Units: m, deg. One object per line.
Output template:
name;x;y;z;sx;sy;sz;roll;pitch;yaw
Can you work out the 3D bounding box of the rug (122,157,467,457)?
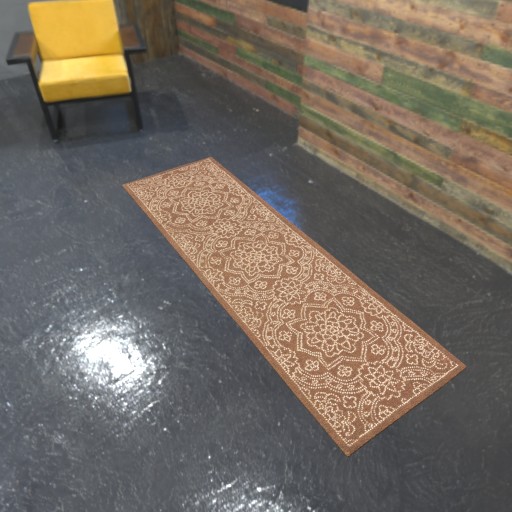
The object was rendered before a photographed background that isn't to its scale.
rug;0.000;0.000;2.699;0.769;0.012;2.448;-24;47;-25
